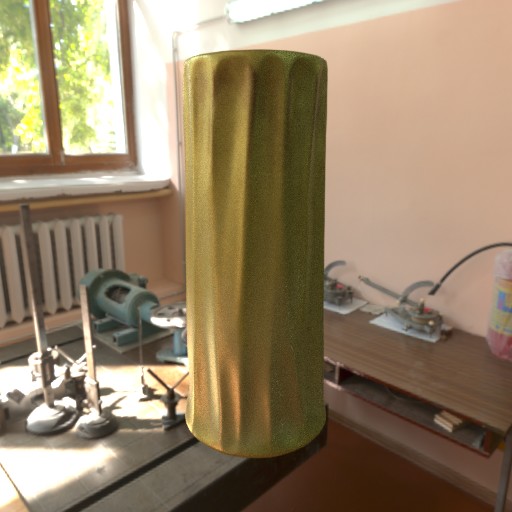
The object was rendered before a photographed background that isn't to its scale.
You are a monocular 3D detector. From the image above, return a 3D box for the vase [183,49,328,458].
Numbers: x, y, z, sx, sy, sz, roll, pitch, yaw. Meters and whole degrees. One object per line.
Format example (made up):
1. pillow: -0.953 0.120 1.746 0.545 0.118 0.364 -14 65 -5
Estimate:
1. vase: 0.000 0.000 0.177 0.061 0.143 0.061 0 14 0
